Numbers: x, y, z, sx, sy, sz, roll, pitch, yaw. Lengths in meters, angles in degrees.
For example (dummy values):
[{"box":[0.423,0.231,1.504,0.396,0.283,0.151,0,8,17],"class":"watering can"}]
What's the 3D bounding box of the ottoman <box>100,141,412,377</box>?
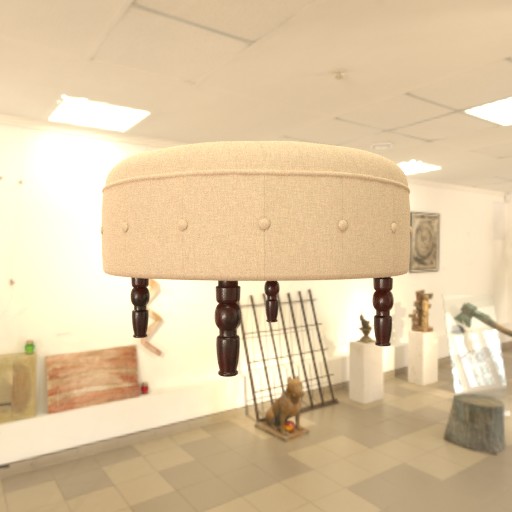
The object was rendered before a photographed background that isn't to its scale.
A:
[{"box":[0.000,0.000,1.291,0.848,0.494,0.848,0,1,0],"class":"ottoman"}]
